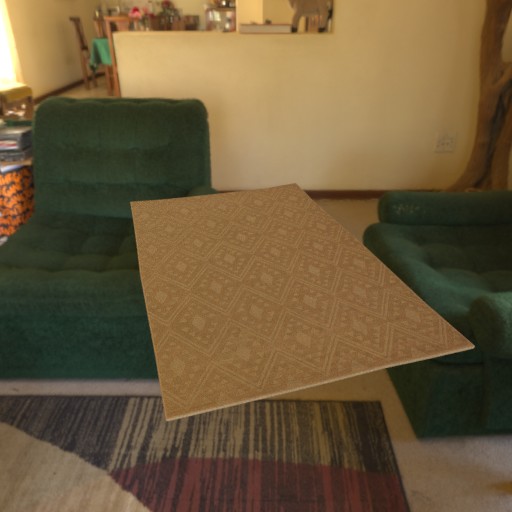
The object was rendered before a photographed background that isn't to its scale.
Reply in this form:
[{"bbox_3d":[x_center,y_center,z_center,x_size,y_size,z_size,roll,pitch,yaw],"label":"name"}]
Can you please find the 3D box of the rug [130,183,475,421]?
[{"bbox_3d":[0.000,0.000,3.036,1.553,0.053,2.430,-9,30,-15],"label":"rug"}]
